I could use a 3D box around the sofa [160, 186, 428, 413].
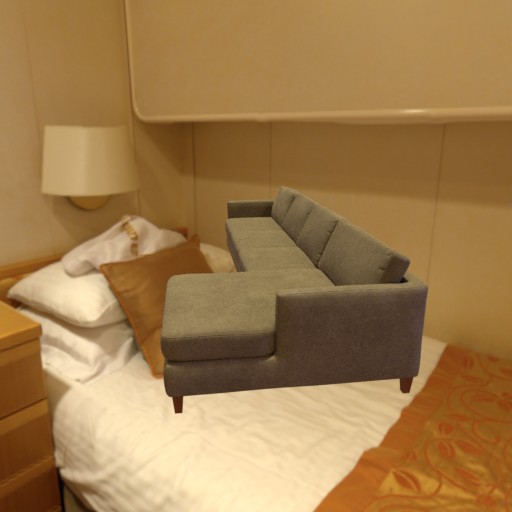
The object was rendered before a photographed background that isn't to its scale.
[{"bbox_3d":[0.000,0.000,4.202,1.604,0.950,3.471,-2,16,-8],"label":"sofa"}]
